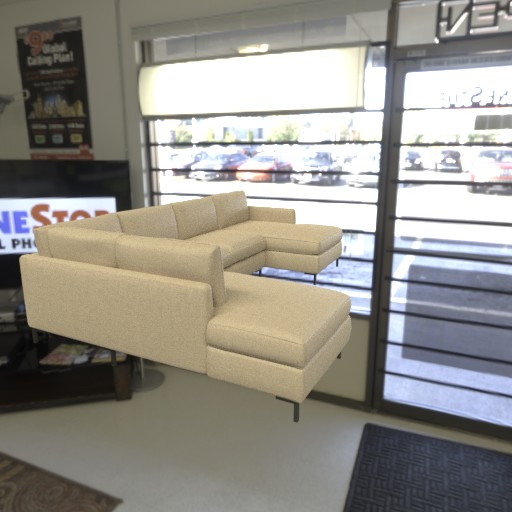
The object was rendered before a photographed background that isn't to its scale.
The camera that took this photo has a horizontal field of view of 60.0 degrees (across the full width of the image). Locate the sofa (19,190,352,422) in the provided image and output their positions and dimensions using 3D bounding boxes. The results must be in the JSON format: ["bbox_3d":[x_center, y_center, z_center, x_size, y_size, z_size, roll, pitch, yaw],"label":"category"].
[{"bbox_3d":[0.000,0.000,3.466,1.879,0.756,2.737,7,16,26],"label":"sofa"}]
